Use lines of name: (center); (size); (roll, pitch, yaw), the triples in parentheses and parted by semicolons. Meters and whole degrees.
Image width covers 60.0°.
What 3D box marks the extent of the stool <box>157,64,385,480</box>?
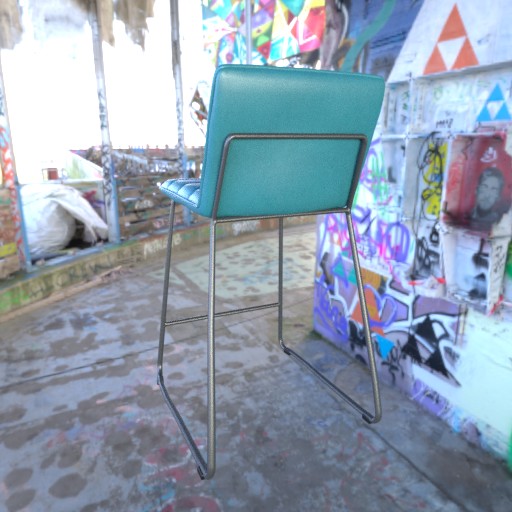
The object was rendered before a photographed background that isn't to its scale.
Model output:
stool: (0.000, 0.000, 1.177); (0.489, 0.866, 0.524); (-7, 16, -25)
